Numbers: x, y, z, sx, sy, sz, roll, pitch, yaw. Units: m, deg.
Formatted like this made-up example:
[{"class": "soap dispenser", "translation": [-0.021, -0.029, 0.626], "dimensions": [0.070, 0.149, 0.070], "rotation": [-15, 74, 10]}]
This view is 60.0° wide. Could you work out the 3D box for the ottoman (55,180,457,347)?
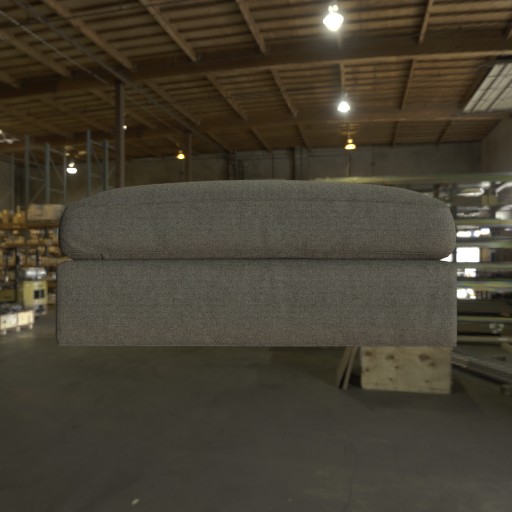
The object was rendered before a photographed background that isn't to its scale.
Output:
[{"class": "ottoman", "translation": [0.000, 0.000, 1.629], "dimensions": [1.041, 0.470, 1.041], "rotation": [0, -1, 0]}]
